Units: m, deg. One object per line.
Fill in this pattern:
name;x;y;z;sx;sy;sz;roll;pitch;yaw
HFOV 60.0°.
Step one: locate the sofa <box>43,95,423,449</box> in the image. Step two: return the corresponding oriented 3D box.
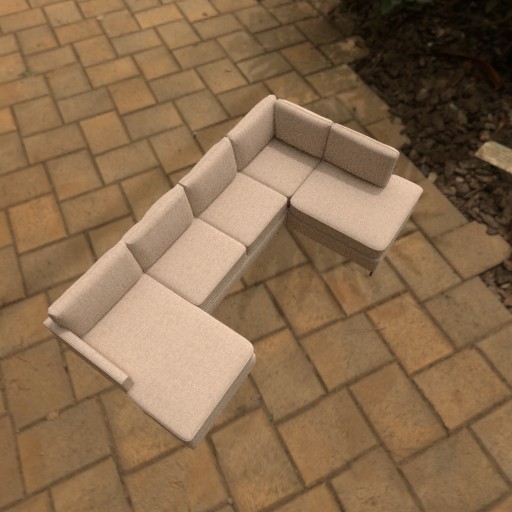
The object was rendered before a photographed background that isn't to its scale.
sofa;0.000;0.000;4.315;2.021;0.996;3.423;30;63;17
